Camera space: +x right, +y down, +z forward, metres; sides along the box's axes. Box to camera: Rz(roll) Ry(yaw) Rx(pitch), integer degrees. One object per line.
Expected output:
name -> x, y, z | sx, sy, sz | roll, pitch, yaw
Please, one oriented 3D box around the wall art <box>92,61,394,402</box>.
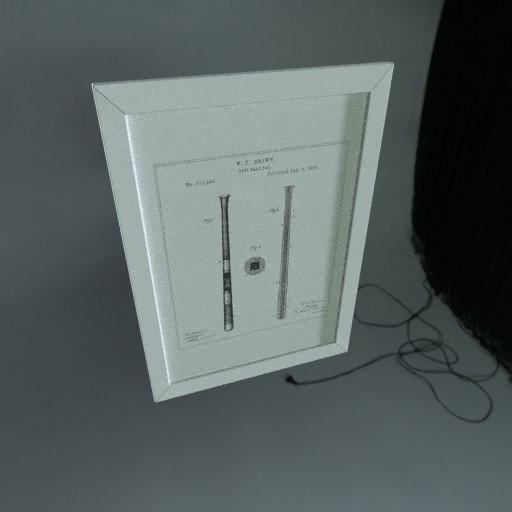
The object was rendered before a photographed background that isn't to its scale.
wall art -> 0.000, 0.000, 0.676 | 0.374, 0.529, 0.012 | -11, 36, -15
